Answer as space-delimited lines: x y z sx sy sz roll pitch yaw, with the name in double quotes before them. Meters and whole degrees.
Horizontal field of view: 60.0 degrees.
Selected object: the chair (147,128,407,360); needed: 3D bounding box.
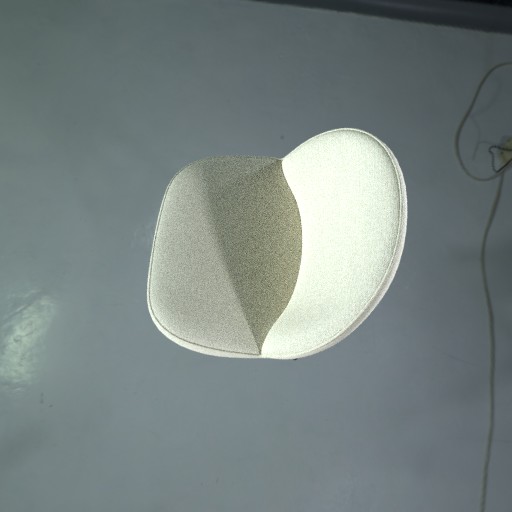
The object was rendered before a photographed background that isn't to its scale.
"chair" 0.000 0.000 1.164 0.540 0.838 0.532 6 76 2
